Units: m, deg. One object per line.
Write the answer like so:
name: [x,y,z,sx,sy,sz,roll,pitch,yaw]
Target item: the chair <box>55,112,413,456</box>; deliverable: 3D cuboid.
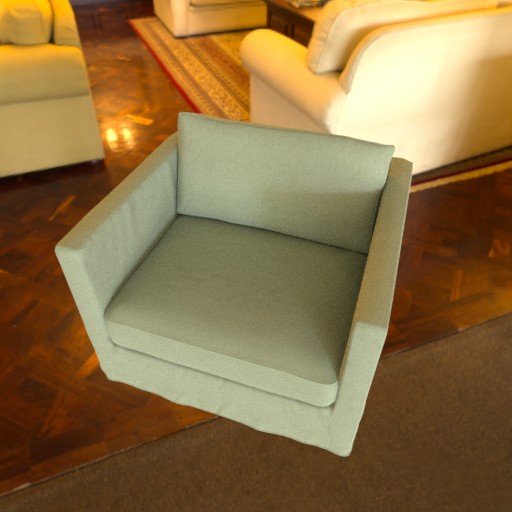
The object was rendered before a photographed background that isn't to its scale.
chair: [0.000,0.000,1.747,1.057,0.863,0.949,13,44,14]
